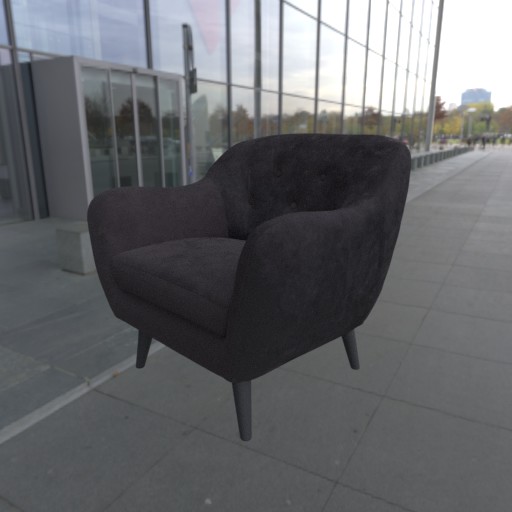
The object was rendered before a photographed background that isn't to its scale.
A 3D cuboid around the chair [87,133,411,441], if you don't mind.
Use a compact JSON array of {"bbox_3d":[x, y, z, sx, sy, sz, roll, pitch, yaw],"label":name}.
[{"bbox_3d":[0.000,0.000,1.507,0.819,0.807,0.840,-15,21,-43],"label":"chair"}]
